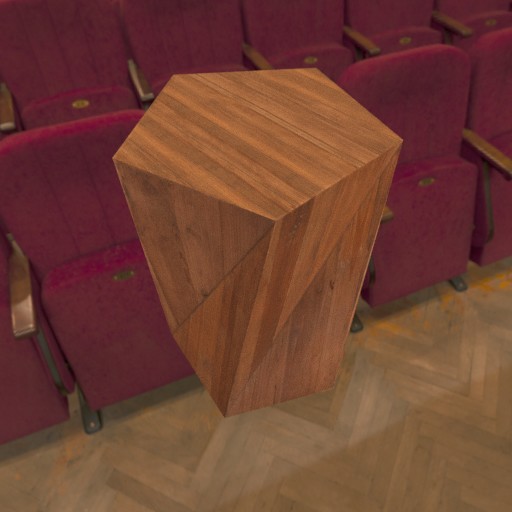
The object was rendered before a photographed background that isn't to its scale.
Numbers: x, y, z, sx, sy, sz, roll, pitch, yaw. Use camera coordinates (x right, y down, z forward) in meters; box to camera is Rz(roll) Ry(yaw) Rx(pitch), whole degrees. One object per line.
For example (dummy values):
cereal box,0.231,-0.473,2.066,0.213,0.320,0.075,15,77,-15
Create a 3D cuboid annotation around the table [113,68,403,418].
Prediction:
table,0.000,0.000,0.904,0.441,0.604,0.425,-17,50,-15
